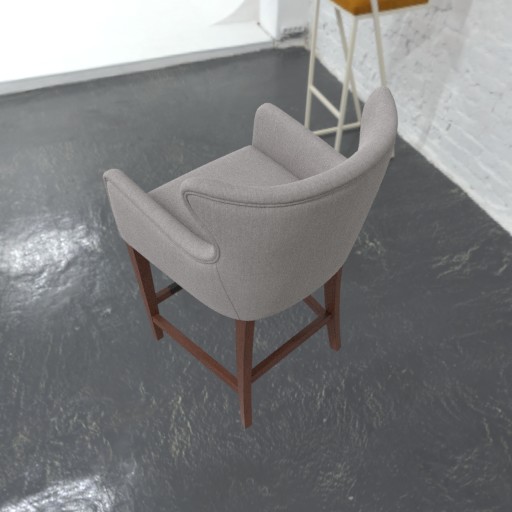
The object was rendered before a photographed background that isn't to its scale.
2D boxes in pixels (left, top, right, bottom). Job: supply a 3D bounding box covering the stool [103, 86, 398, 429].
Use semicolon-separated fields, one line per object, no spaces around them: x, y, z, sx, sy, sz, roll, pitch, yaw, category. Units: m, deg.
0.000;0.000;1.293;0.575;0.951;0.575;-32;54;-27;stool
